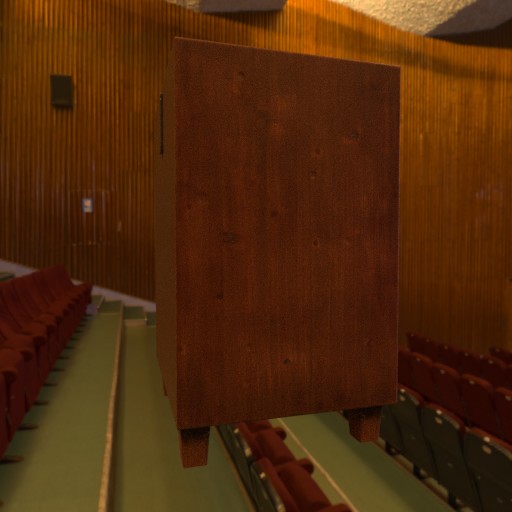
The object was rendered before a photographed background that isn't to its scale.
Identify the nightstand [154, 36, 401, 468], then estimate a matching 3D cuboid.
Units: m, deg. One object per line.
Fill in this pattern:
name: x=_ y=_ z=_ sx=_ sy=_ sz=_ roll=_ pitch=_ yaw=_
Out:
nightstand: x=0.000 y=0.000 z=0.973 sx=0.410 sy=0.695 sz=0.465 roll=-1 pitch=2 yaw=-17
